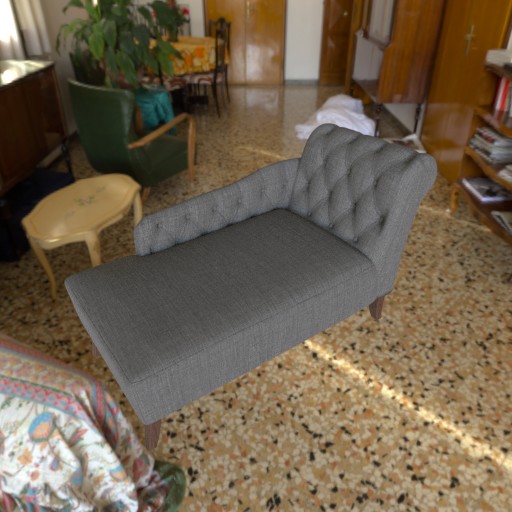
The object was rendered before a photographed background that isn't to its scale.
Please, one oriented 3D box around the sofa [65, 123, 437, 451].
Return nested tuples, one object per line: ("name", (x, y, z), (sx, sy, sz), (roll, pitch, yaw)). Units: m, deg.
("sofa", (0.000, 0.000, 1.825), (1.379, 0.787, 0.675), (-21, 38, -30))
